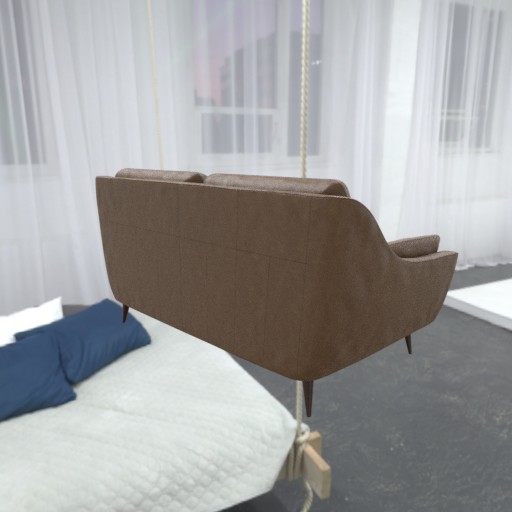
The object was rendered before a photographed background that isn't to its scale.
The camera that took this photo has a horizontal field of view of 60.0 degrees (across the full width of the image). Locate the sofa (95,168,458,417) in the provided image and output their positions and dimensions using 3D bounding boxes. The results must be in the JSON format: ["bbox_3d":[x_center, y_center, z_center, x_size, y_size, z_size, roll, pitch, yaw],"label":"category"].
[{"bbox_3d":[0.000,0.000,2.325,1.731,0.886,0.981,13,18,42],"label":"sofa"}]
